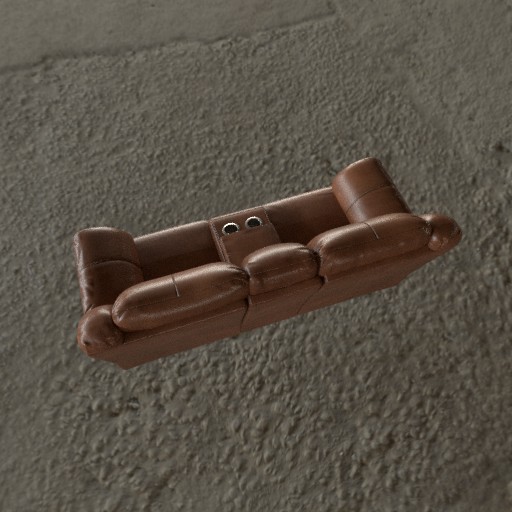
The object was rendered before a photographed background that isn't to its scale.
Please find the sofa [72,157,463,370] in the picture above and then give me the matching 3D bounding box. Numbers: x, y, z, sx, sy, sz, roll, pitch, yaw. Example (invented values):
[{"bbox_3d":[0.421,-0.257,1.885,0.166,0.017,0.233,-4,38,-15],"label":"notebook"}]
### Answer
[{"bbox_3d":[0.000,0.000,2.699,2.058,1.043,0.991,-16,59,-10],"label":"sofa"}]
